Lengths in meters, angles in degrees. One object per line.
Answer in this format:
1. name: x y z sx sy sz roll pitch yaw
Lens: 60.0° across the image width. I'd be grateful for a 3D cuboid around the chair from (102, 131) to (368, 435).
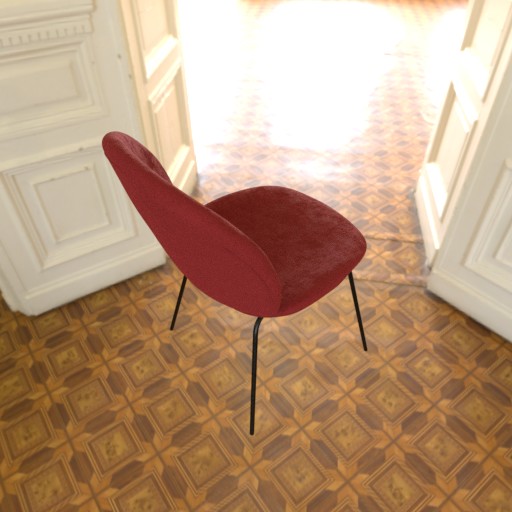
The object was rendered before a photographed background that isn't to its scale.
1. chair: 0.000 0.000 1.147 0.587 0.791 0.458 -27 49 -26
